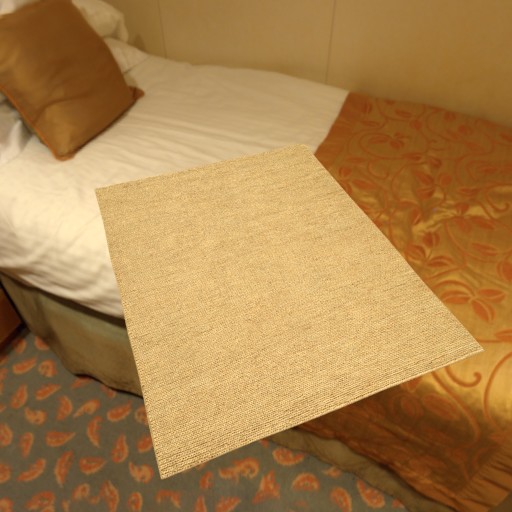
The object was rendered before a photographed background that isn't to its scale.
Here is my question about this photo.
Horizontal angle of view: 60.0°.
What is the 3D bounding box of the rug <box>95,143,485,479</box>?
[{"bbox_3d":[0.000,0.000,3.922,2.406,0.012,3.034,-16,48,-15],"label":"rug"}]
